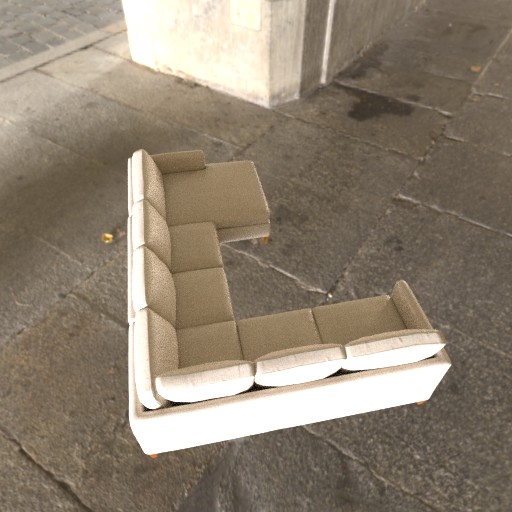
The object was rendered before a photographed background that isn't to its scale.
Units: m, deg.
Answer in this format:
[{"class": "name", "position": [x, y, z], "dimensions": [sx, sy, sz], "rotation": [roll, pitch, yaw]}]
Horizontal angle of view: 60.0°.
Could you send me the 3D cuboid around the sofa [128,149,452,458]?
[{"class": "sofa", "position": [0.000, 0.000, 4.721], "dimensions": [2.594, 0.961, 3.460], "rotation": [-8, 48, -8]}]
